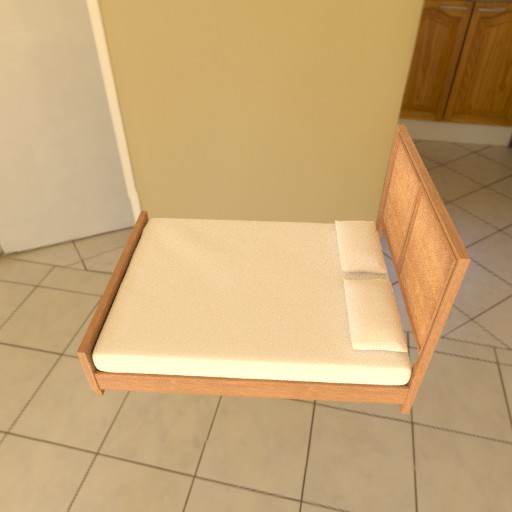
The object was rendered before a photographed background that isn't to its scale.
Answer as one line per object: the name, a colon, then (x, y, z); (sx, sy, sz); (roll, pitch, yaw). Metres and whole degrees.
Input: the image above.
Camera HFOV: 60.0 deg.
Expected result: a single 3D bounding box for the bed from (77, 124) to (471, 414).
bed: (0.000, 0.000, 3.262); (2.184, 1.387, 1.606); (2, 40, 2)
